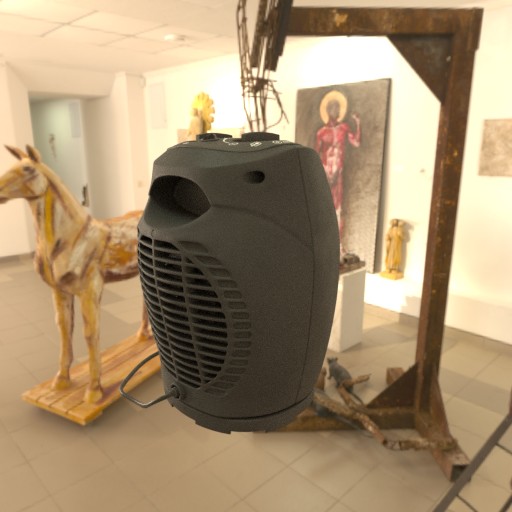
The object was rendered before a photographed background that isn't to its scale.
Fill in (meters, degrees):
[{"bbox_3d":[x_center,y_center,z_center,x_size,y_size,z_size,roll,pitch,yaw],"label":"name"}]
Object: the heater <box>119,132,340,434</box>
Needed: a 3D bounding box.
[{"bbox_3d":[0.000,0.000,0.477,0.291,0.255,0.239,-14,20,-43],"label":"heater"}]
